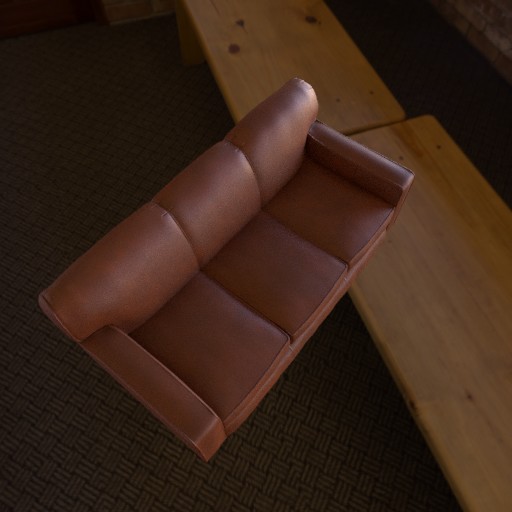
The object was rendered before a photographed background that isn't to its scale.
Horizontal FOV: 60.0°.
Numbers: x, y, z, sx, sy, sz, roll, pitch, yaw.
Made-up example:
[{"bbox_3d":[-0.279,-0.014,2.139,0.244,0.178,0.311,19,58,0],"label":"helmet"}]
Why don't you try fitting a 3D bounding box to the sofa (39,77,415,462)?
[{"bbox_3d":[0.000,0.000,2.609,1.008,0.953,2.039,34,64,19],"label":"sofa"}]
